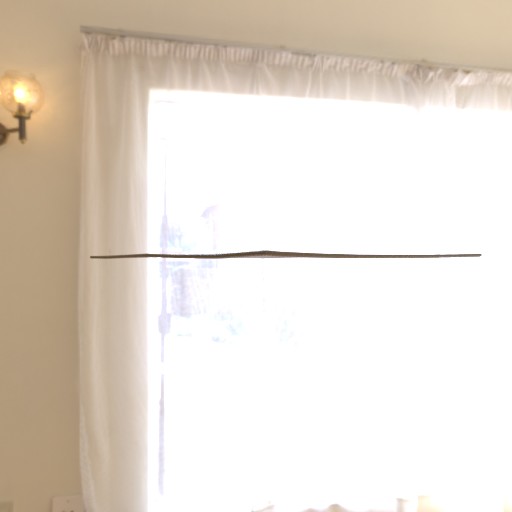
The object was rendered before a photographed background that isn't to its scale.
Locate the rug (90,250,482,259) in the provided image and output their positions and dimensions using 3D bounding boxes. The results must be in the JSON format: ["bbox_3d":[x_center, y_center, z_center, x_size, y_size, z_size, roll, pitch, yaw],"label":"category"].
[{"bbox_3d":[0.000,0.000,2.405,1.252,0.034,1.829,0,0,-36],"label":"rug"}]
